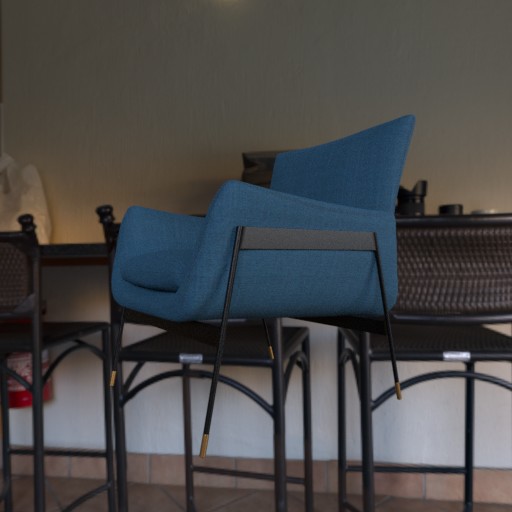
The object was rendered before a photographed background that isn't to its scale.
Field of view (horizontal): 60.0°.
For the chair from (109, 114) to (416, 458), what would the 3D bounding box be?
[{"bbox_3d":[0.000,0.000,1.408,0.769,0.859,0.678,0,0,-35],"label":"chair"}]
